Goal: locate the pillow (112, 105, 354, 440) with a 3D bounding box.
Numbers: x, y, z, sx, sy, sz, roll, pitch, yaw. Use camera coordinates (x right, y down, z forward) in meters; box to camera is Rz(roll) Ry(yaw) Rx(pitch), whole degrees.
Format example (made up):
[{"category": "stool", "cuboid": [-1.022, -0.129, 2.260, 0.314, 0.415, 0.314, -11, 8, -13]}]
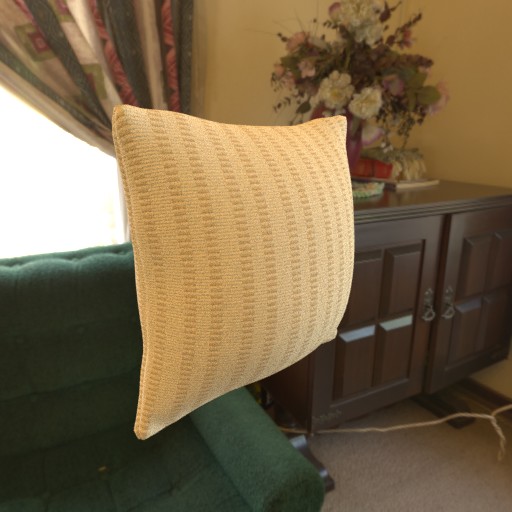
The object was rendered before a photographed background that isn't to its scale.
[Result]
[{"category": "pillow", "cuboid": [0.000, 0.000, 0.672, 0.247, 0.419, 0.438, 14, 21, 43]}]
